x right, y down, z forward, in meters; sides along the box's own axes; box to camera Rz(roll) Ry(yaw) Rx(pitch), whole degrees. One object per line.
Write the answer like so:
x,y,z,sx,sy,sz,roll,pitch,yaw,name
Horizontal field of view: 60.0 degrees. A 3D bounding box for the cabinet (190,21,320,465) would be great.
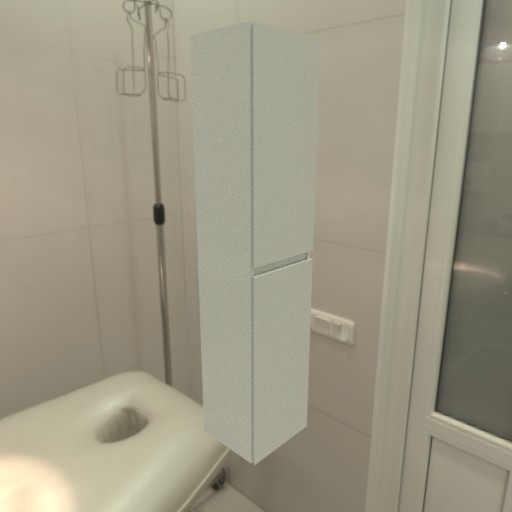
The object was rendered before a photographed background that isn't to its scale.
0.000,0.000,1.549,0.270,1.400,0.300,14,21,42,cabinet
